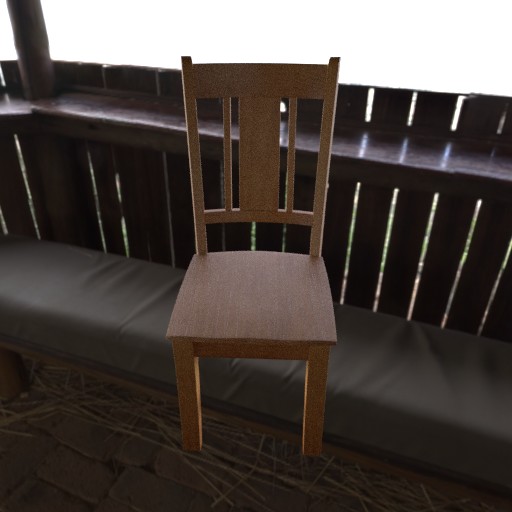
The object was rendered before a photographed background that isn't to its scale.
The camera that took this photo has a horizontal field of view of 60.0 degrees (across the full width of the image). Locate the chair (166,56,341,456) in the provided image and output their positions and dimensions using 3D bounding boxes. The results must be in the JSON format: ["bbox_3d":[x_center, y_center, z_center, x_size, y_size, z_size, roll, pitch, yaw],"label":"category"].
[{"bbox_3d":[0.000,0.000,1.262,0.450,0.998,0.556,1,29,2],"label":"chair"}]
